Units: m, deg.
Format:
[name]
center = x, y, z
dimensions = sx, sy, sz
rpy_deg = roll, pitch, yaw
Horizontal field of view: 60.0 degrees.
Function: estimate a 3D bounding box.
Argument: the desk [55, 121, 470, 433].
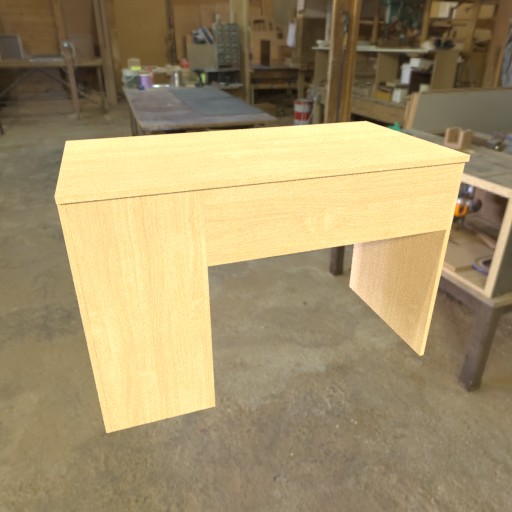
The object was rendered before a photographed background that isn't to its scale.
[desk]
center = 0.000, 0.000, 1.506
dimensions = 1.097, 0.735, 0.560
rpy_deg = -9, 28, -16
